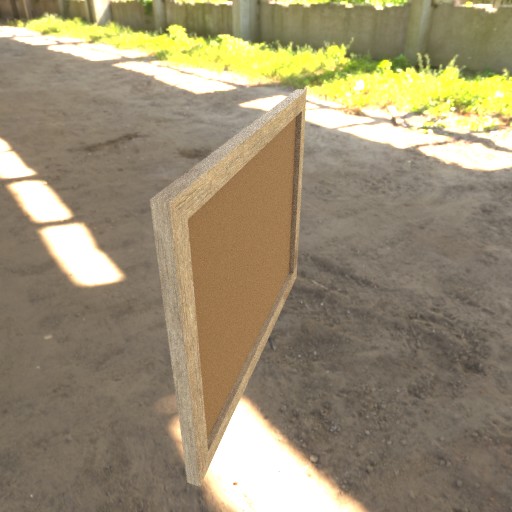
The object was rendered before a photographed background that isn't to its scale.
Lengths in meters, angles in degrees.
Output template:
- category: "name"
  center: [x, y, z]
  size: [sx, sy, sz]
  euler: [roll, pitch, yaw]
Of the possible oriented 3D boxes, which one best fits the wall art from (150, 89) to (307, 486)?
- category: "wall art"
  center: [0.000, 0.000, 0.914]
  size: [0.026, 0.535, 0.690]
  euler: [10, 32, 16]
